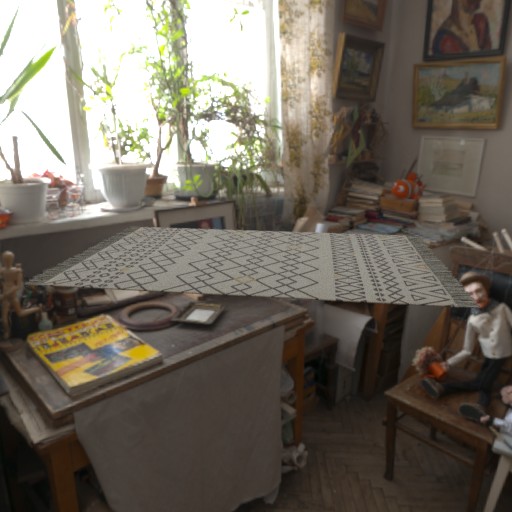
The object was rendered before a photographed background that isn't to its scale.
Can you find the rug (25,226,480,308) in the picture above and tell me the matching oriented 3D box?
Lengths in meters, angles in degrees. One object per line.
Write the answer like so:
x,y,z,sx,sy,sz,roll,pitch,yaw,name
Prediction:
0.000,0.000,3.050,2.472,0.035,1.495,2,17,8,rug
